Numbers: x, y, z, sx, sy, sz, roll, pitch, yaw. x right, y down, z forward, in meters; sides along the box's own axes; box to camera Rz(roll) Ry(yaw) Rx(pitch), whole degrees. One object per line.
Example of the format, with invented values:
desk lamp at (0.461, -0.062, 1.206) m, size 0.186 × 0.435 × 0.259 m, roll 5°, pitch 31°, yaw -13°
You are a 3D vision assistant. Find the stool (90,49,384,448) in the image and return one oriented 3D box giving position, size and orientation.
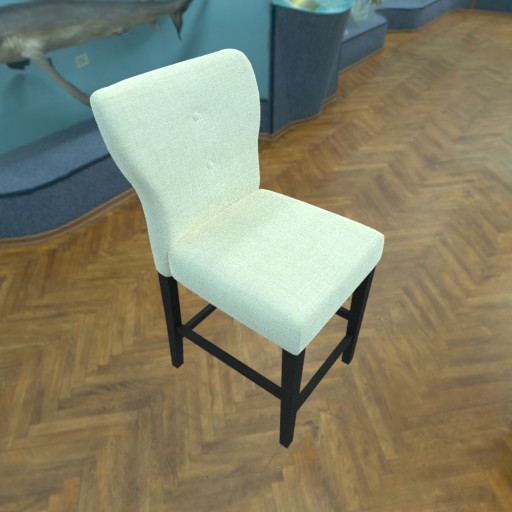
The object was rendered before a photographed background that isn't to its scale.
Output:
stool at (0.000, 0.000, 1.299) m, size 0.603 × 0.972 × 0.514 m, roll 26°, pitch 46°, yaw 28°
